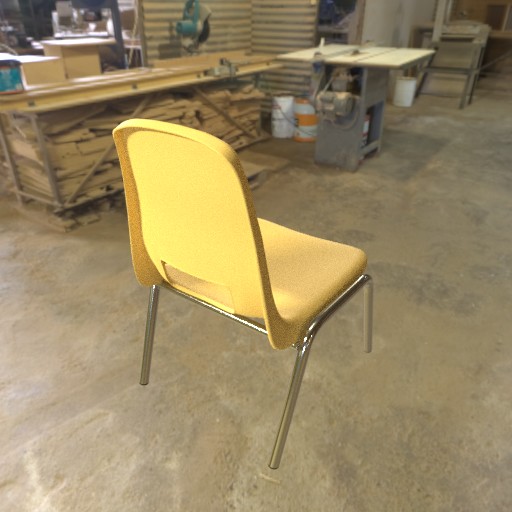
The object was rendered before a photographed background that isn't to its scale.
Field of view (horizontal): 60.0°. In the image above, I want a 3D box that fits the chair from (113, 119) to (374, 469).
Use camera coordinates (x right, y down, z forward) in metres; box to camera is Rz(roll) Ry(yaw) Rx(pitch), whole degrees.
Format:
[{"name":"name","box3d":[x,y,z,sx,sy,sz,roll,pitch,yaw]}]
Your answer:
[{"name":"chair","box3d":[0.000,0.000,0.788,0.354,0.536,0.385,20,35,30]}]
